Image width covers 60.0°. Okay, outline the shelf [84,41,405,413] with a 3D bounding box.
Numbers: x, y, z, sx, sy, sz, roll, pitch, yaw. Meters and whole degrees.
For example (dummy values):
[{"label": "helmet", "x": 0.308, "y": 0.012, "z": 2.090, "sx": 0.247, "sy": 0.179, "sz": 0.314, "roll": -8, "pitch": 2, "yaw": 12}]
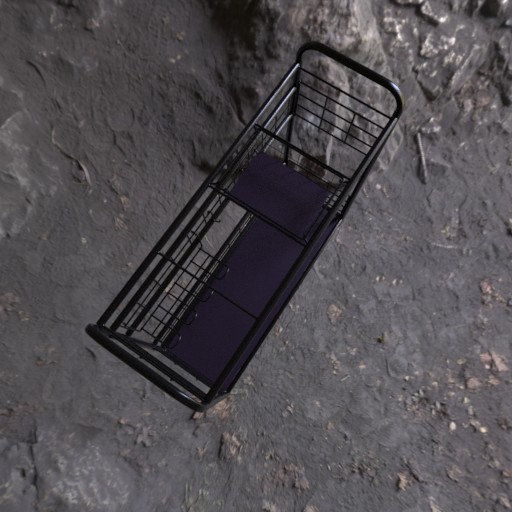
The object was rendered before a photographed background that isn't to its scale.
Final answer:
[{"label": "shelf", "x": 0.000, "y": 0.000, "z": 1.562, "sx": 0.350, "sy": 1.026, "sz": 0.961, "roll": 33, "pitch": 77, "yaw": 9}]
